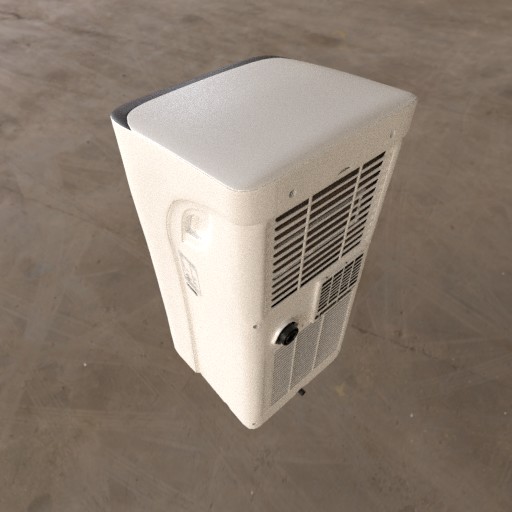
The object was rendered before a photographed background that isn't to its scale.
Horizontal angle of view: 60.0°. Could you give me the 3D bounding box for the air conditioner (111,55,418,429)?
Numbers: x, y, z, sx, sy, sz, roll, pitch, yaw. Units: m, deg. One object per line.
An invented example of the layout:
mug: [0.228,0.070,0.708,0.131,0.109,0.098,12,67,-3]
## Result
air conditioner: [0.000,0.000,0.904,0.352,0.716,0.369,-33,54,-28]
